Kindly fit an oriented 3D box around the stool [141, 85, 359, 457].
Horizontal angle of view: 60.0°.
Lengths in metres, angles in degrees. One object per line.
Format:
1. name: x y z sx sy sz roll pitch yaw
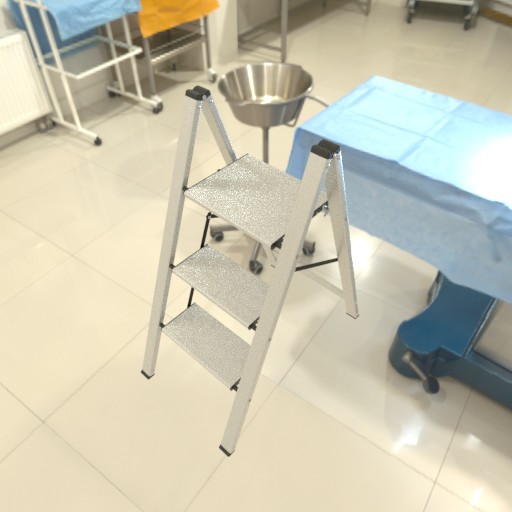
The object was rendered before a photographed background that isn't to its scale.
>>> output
1. stool: 0.000 0.000 1.326 0.441 0.902 0.730 33 53 28
